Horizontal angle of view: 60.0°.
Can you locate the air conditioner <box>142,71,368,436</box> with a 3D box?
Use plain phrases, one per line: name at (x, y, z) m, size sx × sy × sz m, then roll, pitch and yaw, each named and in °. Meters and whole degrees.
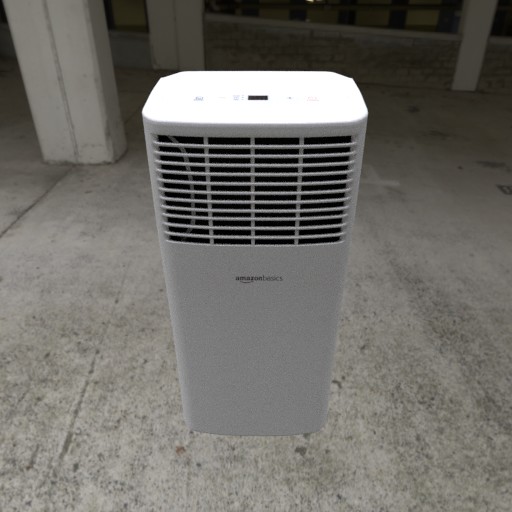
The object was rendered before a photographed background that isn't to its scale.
air conditioner at (0.000, 0.000, 0.817) m, size 0.304 × 0.606 × 0.349 m, roll 0°, pitch 31°, yaw 1°
